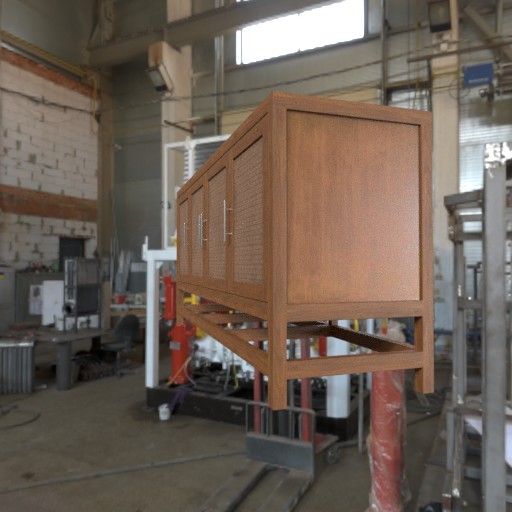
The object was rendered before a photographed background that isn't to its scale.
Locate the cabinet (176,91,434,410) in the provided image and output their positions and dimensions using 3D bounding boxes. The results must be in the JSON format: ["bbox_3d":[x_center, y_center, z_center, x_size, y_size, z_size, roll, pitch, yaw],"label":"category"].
[{"bbox_3d":[0.000,0.000,2.020,0.522,0.820,1.708,0,-1,-18],"label":"cabinet"}]
